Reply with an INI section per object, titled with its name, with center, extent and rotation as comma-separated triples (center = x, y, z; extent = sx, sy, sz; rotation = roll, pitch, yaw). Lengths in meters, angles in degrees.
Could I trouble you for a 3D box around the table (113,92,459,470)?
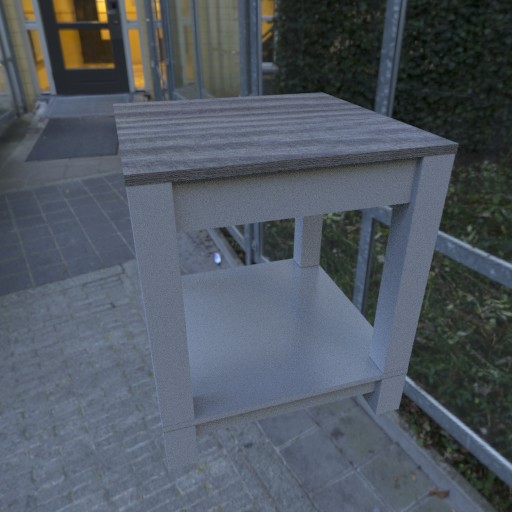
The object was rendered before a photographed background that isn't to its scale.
[table]
center = 0.000, 0.000, 0.979
extent = 0.506, 0.587, 0.504
rotation = -9, 30, -15
